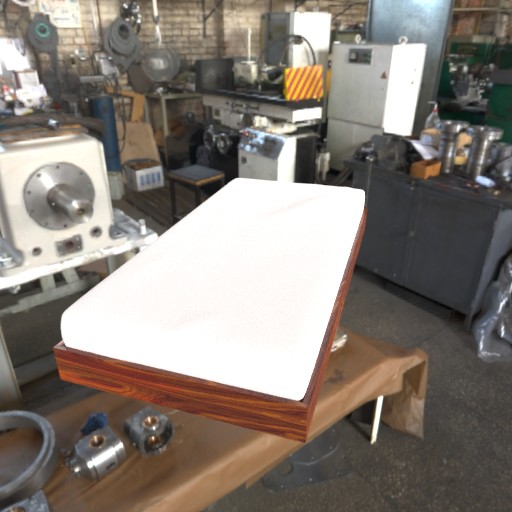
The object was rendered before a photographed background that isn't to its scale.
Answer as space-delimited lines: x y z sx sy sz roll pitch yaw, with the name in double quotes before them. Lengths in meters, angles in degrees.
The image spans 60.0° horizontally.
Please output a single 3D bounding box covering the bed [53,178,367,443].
"bed" 0.000 0.000 2.265 0.940 0.312 1.860 8 28 16
